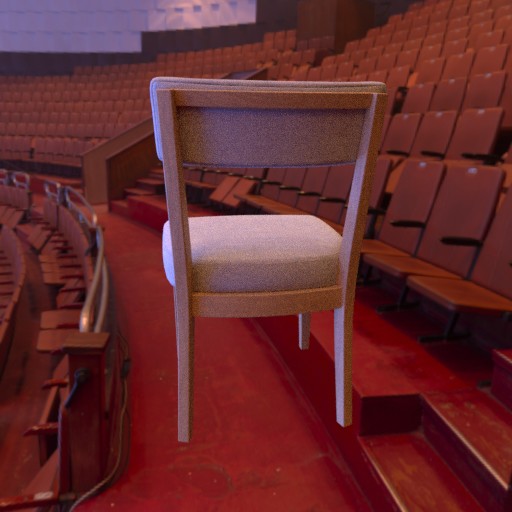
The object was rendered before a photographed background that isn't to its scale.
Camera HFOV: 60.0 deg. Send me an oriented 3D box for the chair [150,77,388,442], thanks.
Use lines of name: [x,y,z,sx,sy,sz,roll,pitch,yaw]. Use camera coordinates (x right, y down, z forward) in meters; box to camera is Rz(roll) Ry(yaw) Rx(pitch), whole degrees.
chair: [0.000,0.000,1.195,0.508,0.832,0.572,-2,14,-9]
